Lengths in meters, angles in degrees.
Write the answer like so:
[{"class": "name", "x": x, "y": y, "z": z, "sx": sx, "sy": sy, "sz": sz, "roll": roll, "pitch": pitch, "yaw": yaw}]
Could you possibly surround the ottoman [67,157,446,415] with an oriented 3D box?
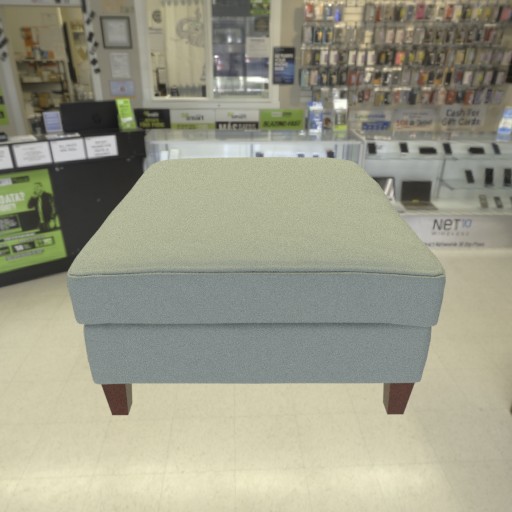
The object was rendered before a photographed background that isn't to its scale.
[{"class": "ottoman", "x": 0.000, "y": 0.000, "z": 1.460, "sx": 0.842, "sy": 0.494, "sz": 0.991, "roll": 0, "pitch": 26, "yaw": 0}]
